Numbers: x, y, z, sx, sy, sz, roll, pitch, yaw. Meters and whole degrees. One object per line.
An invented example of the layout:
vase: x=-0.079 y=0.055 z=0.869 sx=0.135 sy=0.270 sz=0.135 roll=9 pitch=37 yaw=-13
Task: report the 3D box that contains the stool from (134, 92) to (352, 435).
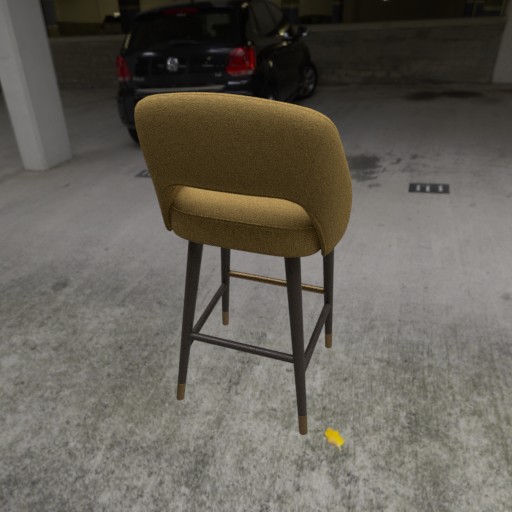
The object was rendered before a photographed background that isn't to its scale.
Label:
stool: x=0.000 y=0.000 z=1.350 sx=0.536 sy=1.032 sz=0.522 roll=10 pitch=32 yaw=16
